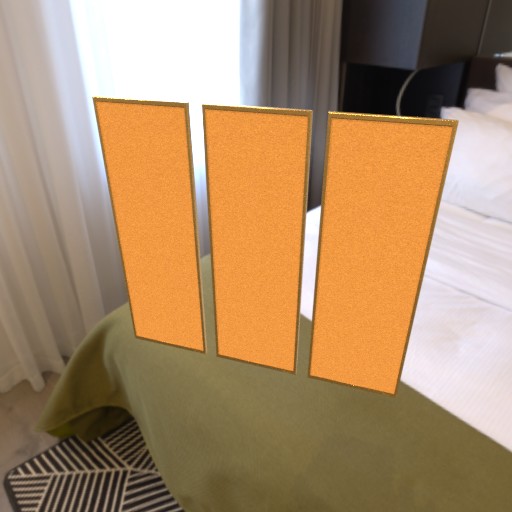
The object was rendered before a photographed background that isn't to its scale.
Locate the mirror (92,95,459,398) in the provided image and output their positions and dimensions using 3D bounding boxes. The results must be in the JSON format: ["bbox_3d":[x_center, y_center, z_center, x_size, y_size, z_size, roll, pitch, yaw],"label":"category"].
[{"bbox_3d":[0.000,0.000,1.420,1.011,0.926,0.023,9,31,15],"label":"mirror"}]
